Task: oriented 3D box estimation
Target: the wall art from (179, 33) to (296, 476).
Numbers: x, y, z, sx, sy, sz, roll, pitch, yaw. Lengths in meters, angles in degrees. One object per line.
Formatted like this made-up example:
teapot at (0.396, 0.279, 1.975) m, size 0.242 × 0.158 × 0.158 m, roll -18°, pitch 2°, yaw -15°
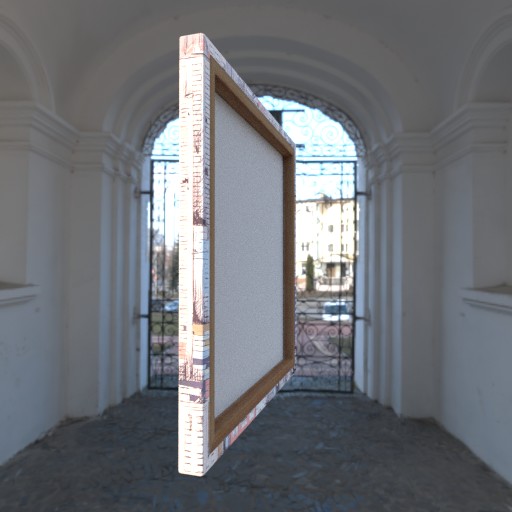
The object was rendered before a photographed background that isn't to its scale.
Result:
wall art at (0.000, 0.000, 1.126) m, size 0.048 × 0.762 × 0.761 m, roll 0°, pitch -1°, yaw 17°
